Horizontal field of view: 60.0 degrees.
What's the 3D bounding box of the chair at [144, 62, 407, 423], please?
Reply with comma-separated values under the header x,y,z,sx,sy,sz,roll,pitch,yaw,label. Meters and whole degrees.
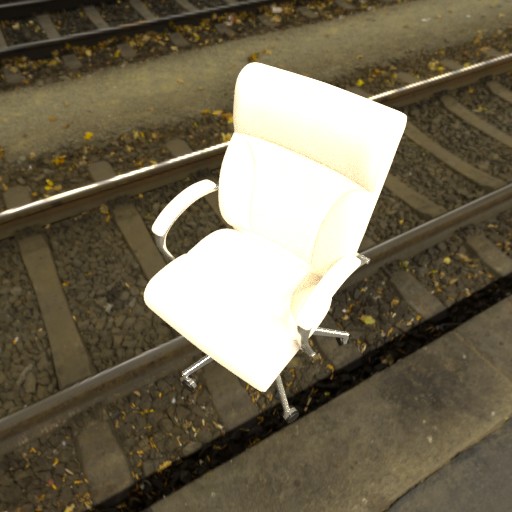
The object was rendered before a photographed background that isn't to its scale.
x,y,z,sx,sy,sz,roll,pitch,yaw,label
0.000,0.000,1.607,0.727,1.099,0.745,31,54,25,chair
